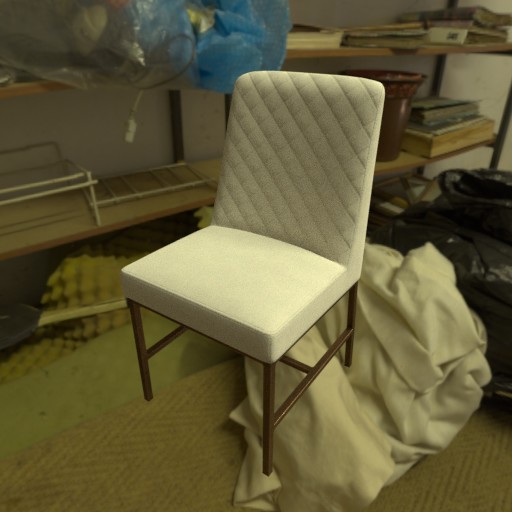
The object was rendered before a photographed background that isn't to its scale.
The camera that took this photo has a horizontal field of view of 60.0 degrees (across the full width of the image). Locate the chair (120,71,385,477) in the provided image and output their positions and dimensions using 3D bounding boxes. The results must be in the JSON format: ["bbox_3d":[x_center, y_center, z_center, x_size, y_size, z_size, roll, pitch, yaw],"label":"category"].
[{"bbox_3d":[0.000,0.000,1.276,0.503,0.933,0.597,18,33,30],"label":"chair"}]
